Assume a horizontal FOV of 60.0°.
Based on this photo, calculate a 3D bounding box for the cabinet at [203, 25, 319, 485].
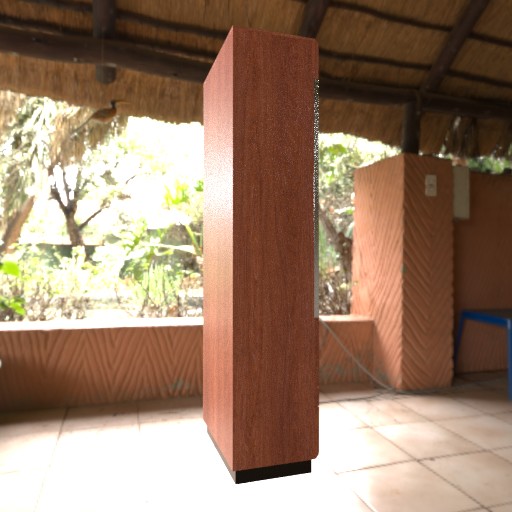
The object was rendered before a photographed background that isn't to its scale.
[{"bbox_3d":[0.000,0.000,2.274,0.420,1.980,0.660,0,-1,-18],"label":"cabinet"}]
